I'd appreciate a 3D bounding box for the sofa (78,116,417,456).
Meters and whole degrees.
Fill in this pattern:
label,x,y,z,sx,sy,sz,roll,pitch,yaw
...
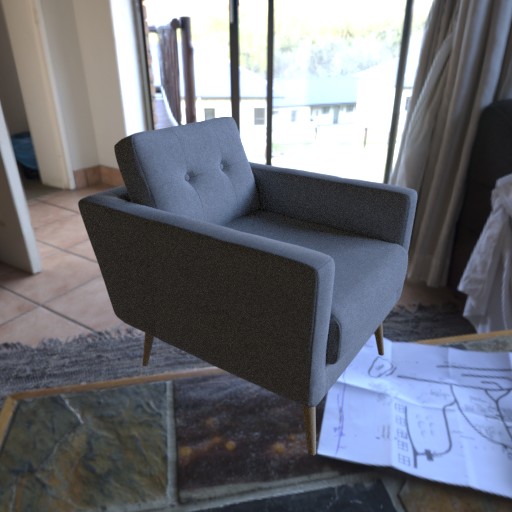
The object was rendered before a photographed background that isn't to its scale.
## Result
label,x,y,z,sx,sy,sz,roll,pitch,yaw
sofa,0.000,0.000,1.569,0.920,0.860,0.770,17,30,31
